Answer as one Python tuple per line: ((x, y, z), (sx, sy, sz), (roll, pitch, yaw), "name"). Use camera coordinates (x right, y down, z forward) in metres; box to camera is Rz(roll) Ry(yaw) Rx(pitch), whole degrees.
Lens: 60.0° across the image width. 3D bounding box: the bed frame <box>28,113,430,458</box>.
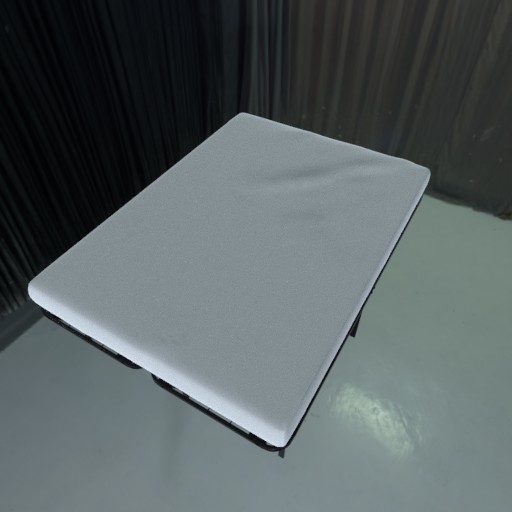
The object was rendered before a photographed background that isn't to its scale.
((0.000, 0.000, 2.550), (1.372, 0.637, 1.905), (23, 51, 21), "bed frame")
